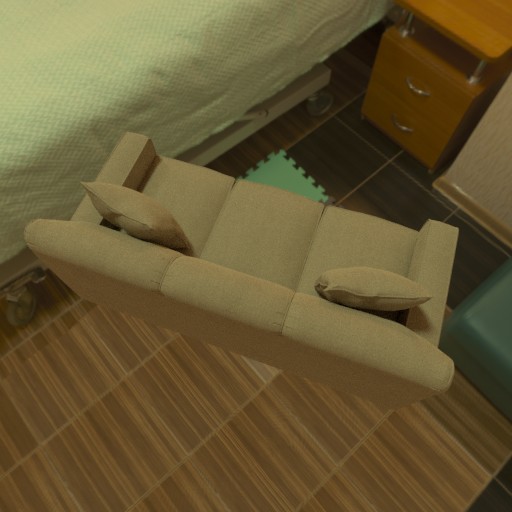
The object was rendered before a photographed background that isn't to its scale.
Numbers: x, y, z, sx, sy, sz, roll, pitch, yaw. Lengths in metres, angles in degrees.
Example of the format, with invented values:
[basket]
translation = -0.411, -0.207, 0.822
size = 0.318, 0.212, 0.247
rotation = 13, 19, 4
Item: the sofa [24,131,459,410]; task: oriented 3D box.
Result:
[sofa]
translation = 0.000, 0.000, 2.497
size = 2.024, 0.958, 0.997
rotation = 18, 66, 8
